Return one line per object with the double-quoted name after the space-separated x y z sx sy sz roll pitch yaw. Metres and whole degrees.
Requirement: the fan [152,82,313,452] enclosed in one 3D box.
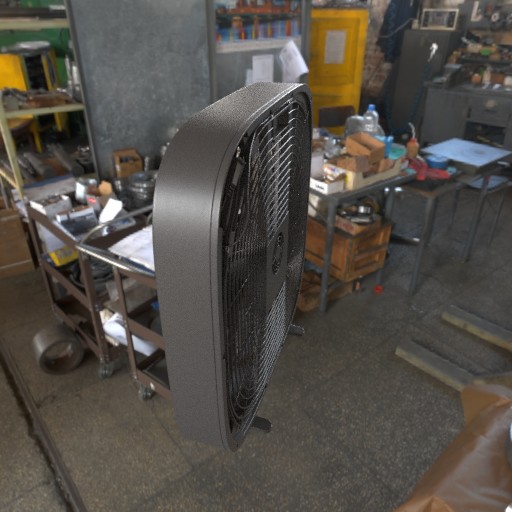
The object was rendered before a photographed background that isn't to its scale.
0.000 0.000 0.771 0.142 0.533 0.526 9 31 15 "fan"
